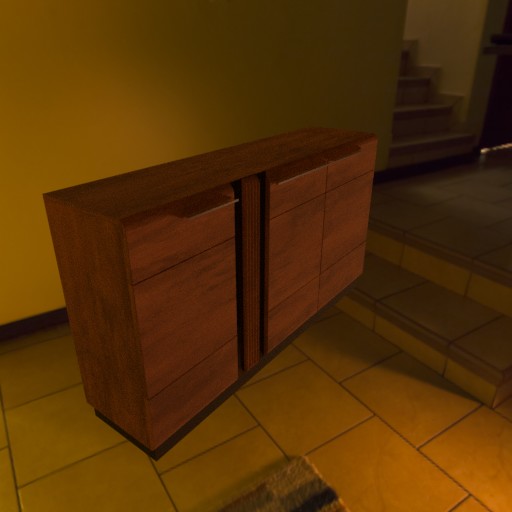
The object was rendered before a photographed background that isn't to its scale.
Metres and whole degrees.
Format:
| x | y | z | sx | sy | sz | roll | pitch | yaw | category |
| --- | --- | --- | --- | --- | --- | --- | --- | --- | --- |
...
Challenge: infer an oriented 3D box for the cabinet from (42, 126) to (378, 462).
| x | y | z | sx | sy | sz | roll | pitch | yaw | category |
| --- | --- | --- | --- | --- | --- | --- | --- | --- | --- |
| 0.000 | 0.000 | 2.003 | 0.420 | 0.900 | 1.600 | 18 | 31 | 33 | cabinet |
